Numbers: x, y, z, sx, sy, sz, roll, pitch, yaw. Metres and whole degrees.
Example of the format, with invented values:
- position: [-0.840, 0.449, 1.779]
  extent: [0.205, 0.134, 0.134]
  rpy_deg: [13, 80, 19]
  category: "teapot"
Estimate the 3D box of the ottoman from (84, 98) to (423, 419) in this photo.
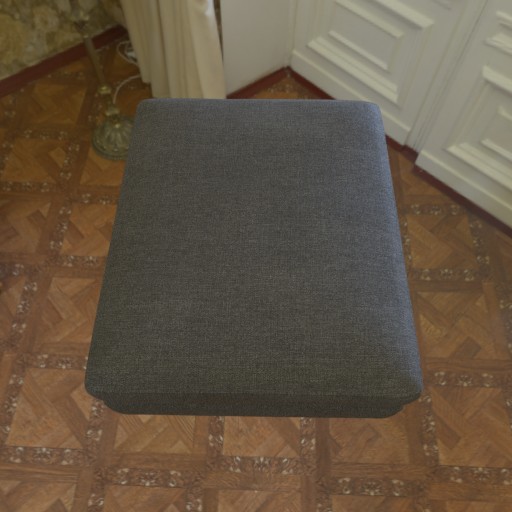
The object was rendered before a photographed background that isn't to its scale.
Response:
- position: [0.000, 0.000, 1.216]
  extent: [0.693, 0.474, 0.821]
  rpy_deg: [1, 62, 0]
  category: "ottoman"
